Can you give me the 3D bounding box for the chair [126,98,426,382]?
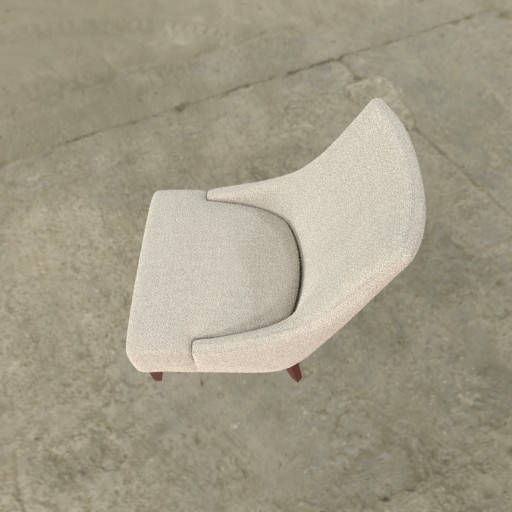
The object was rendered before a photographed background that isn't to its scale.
[{"bbox_3d":[0.000,0.000,1.529,0.861,0.909,0.701,1,59,1],"label":"chair"}]
